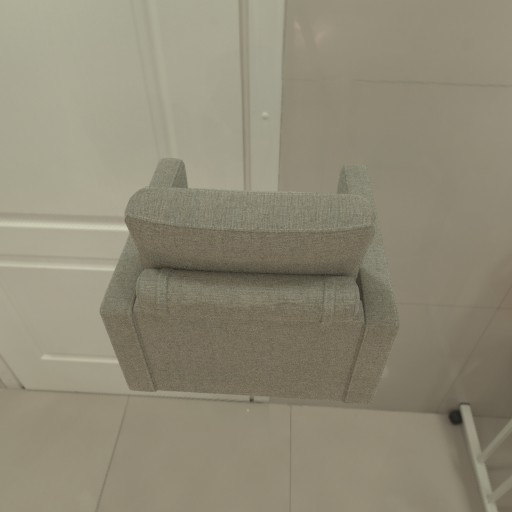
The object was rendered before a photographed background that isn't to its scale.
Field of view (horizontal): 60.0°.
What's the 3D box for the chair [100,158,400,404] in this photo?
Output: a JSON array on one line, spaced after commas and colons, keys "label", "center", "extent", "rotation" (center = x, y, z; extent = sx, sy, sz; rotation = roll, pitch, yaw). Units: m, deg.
[{"label": "chair", "center": [0.000, 0.000, 1.541], "extent": [0.821, 0.880, 0.843], "rotation": [2, 44, 3]}]
